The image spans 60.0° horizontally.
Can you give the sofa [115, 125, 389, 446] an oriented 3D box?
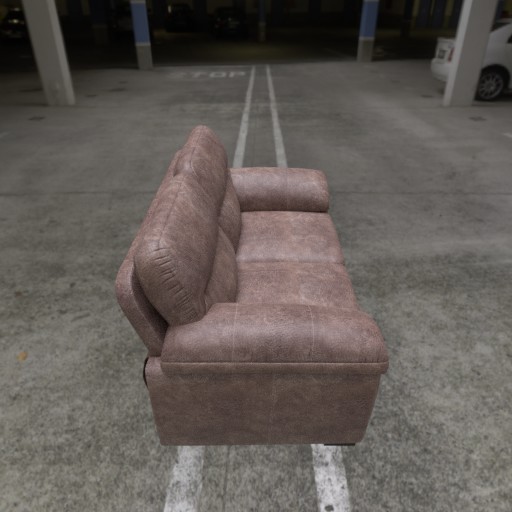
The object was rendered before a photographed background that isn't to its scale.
[{"bbox_3d":[0.000,0.000,2.335,0.991,0.991,1.753,0,32,0],"label":"sofa"}]
